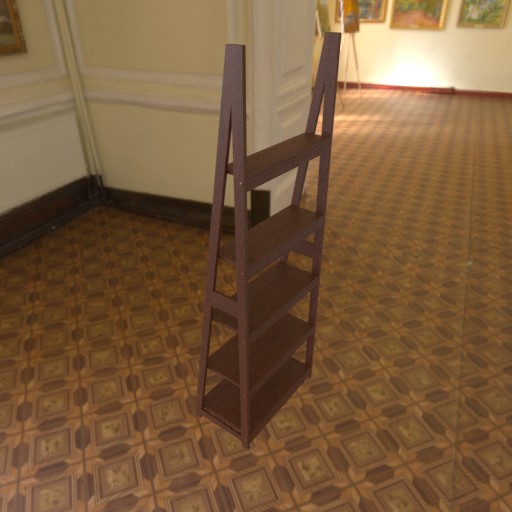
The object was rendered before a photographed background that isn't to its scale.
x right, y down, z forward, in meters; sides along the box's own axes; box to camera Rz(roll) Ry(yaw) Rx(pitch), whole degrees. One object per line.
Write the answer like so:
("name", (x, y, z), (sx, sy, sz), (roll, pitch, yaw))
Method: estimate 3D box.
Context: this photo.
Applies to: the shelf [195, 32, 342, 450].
("shelf", (0.000, 0.000, 1.982), (0.350, 1.770, 0.600), (21, 36, 31))
